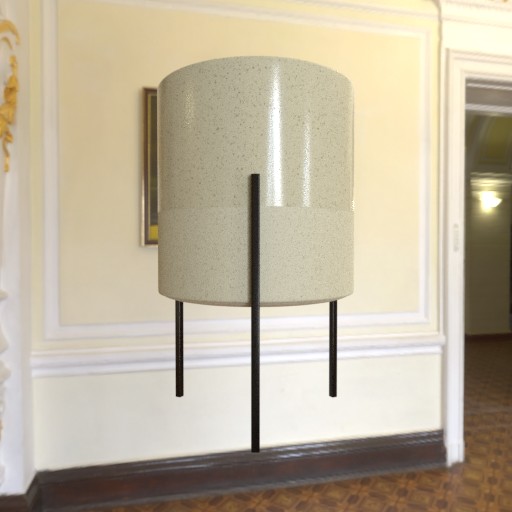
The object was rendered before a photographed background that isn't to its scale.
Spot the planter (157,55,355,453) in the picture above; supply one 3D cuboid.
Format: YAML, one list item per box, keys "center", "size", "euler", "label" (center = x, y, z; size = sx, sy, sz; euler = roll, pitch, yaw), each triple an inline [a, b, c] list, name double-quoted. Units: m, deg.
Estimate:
- center: [0.000, 0.000, 0.538]
  size: [0.234, 0.390, 0.243]
  euler: [0, 1, 0]
  label: "planter"
